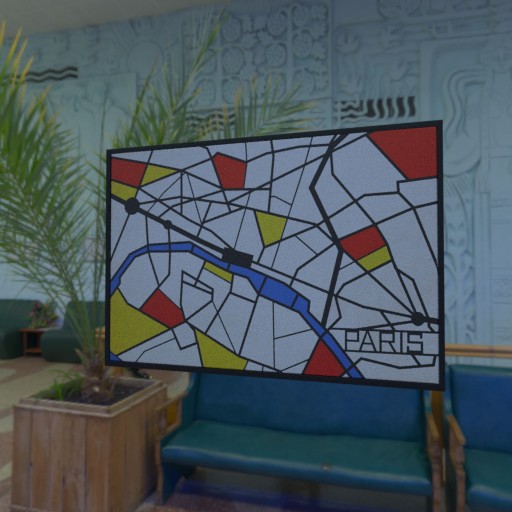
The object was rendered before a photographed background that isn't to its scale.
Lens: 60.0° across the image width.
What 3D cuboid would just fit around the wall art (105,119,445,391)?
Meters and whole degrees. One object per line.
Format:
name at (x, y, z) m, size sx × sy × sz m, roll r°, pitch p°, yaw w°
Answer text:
wall art at (0.000, 0.000, 1.228) m, size 0.963 × 0.665 × 0.013 m, roll 0°, pitch -1°, yaw 17°
